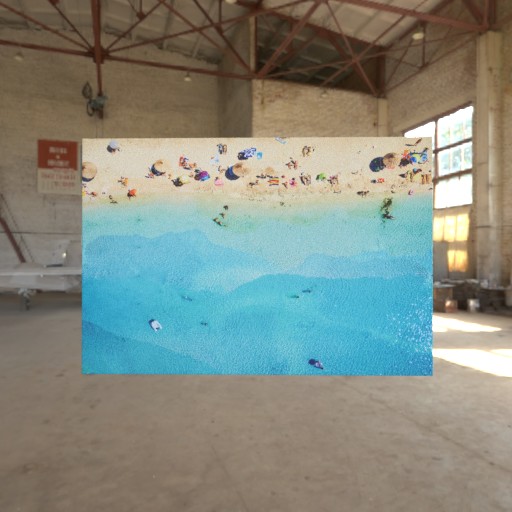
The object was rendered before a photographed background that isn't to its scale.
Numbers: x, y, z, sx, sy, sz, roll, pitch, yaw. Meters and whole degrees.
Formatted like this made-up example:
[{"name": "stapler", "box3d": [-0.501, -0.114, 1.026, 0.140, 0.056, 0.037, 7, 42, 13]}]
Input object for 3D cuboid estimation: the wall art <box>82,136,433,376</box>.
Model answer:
[{"name": "wall art", "box3d": [0.000, 0.000, 1.453, 1.136, 0.769, 0.040, 0, 0, 1]}]
